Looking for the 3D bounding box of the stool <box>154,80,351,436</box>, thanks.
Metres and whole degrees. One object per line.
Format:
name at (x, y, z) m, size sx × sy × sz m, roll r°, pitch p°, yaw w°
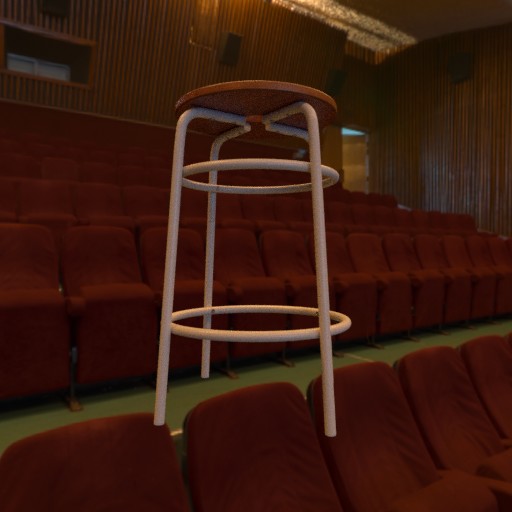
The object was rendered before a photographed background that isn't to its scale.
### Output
stool at (0.000, 0.000, 0.935) m, size 0.455 × 0.610 × 0.455 m, roll 0°, pitch 0°, yaw -36°
